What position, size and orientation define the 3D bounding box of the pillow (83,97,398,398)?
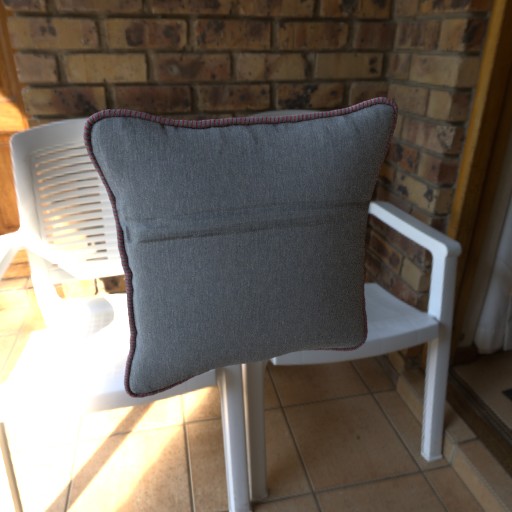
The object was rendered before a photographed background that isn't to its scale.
[{"bbox_3d":[0.000,0.000,0.745,0.482,0.491,0.124,-8,27,-17],"label":"pillow"}]
